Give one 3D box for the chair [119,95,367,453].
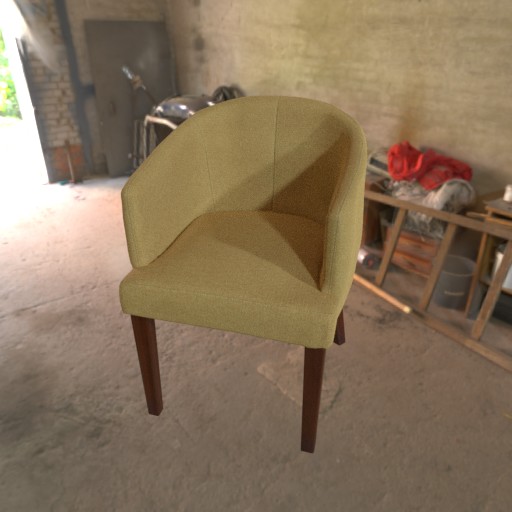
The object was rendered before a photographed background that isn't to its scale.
[{"bbox_3d":[0.000,0.000,1.295,0.583,0.811,0.655,7,28,14],"label":"chair"}]
